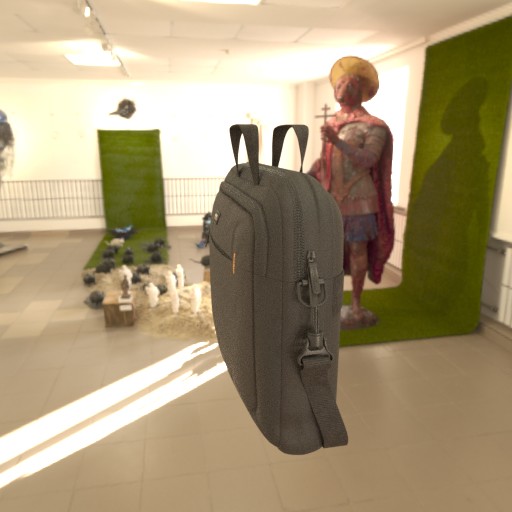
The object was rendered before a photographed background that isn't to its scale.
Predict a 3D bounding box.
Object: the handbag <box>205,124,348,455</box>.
[{"bbox_3d":[0.000,0.000,0.430,0.089,0.244,0.320,-3,15,-11],"label":"handbag"}]
